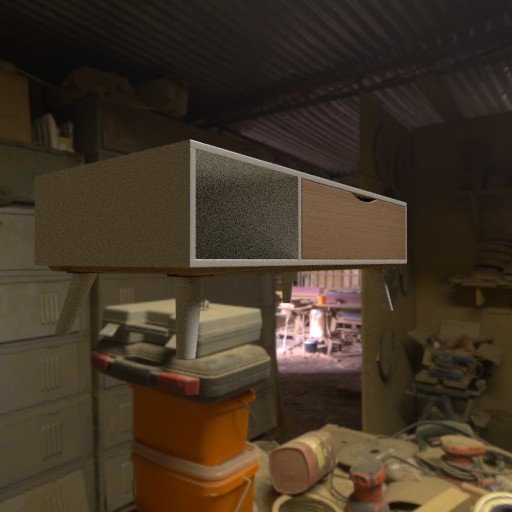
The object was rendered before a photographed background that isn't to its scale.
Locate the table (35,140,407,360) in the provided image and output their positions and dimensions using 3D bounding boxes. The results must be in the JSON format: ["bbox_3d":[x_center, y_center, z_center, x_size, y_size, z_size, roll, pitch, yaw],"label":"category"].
[{"bbox_3d":[0.000,0.000,1.499,0.609,0.432,1.194,0,-1,38],"label":"table"}]
